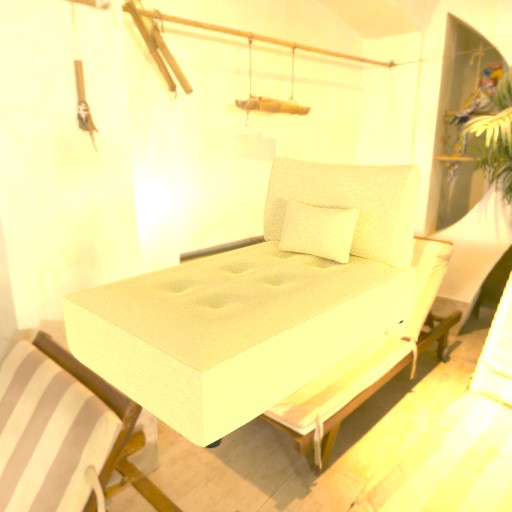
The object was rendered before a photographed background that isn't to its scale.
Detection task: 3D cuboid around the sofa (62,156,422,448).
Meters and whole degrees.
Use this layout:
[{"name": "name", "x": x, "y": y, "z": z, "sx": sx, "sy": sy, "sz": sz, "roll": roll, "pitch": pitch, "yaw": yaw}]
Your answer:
[{"name": "sofa", "x": 0.000, "y": 0.000, "z": 2.046, "sx": 0.930, "sy": 0.820, "sz": 1.450, "roll": 14, "pitch": 21, "yaw": 41}]
